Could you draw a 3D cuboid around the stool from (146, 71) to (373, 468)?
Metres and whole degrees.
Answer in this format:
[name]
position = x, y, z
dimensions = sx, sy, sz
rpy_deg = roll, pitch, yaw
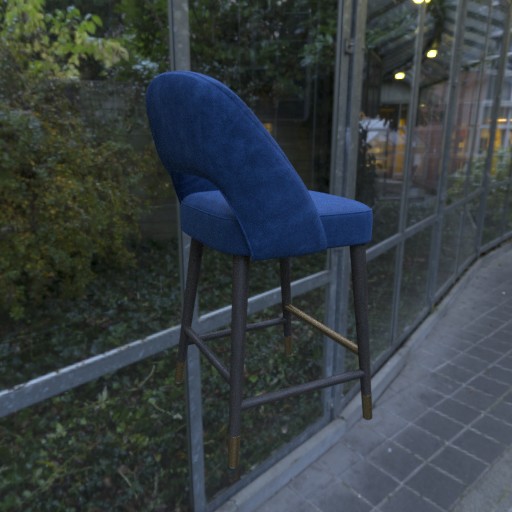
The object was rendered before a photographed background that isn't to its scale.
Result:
[stool]
position = 0.000, 0.000, 1.242
dimensions = 0.524, 0.925, 0.536
rpy_deg = -7, 16, -26
